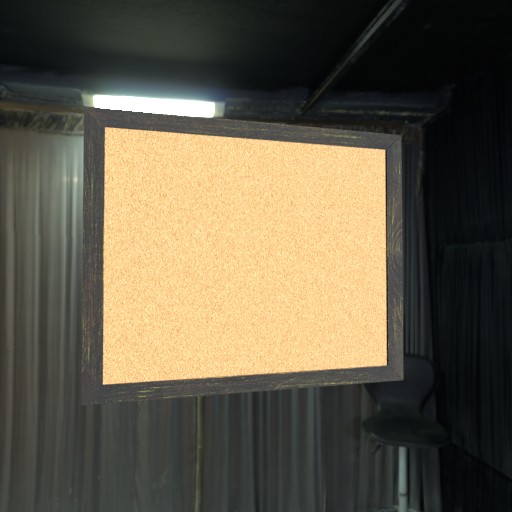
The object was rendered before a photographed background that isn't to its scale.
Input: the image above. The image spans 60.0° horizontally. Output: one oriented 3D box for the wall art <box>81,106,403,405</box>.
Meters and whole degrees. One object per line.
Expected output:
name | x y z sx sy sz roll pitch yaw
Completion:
wall art | 0.000 0.000 0.767 0.558 0.457 0.032 0 -1 -16
